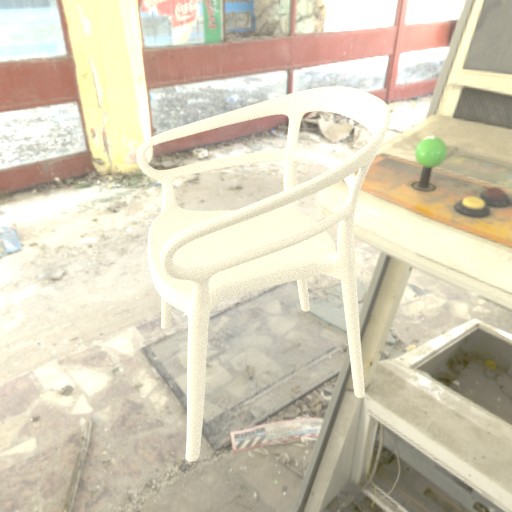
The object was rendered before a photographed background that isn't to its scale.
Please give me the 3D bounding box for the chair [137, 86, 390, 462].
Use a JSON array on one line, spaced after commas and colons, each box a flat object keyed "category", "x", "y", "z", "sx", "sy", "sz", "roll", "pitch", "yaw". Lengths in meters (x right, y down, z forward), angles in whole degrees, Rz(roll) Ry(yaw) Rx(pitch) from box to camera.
[{"category": "chair", "x": 0.000, "y": 0.000, "z": 1.122, "sx": 0.527, "sy": 0.761, "sz": 0.559, "roll": -9, "pitch": 33, "yaw": -14}]
